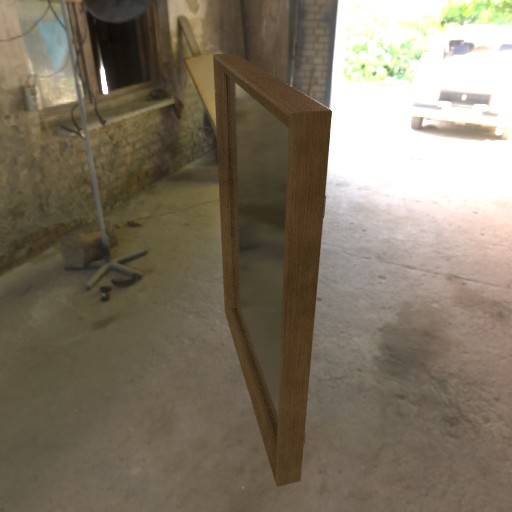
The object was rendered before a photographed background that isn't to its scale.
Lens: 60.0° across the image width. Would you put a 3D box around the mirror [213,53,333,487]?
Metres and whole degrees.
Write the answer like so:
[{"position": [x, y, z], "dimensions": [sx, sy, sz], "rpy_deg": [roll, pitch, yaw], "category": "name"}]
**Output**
[{"position": [0.000, 0.000, 0.661], "dimensions": [0.041, 0.509, 0.406], "rpy_deg": [-7, 31, -12], "category": "mirror"}]
